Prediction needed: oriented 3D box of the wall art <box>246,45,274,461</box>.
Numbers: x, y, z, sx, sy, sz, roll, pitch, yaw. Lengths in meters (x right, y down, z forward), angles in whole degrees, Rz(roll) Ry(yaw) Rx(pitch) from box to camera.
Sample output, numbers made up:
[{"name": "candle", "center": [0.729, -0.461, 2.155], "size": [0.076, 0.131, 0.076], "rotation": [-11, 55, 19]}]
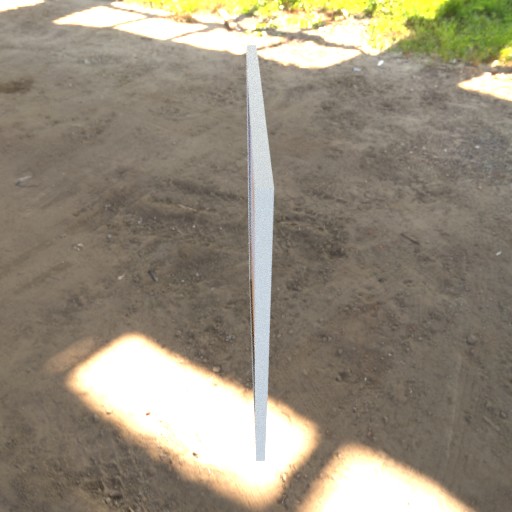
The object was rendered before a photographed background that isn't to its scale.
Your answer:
[{"name": "wall art", "center": [0.000, 0.000, 1.113], "size": [0.026, 0.811, 0.661], "rotation": [-1, 41, -2]}]
